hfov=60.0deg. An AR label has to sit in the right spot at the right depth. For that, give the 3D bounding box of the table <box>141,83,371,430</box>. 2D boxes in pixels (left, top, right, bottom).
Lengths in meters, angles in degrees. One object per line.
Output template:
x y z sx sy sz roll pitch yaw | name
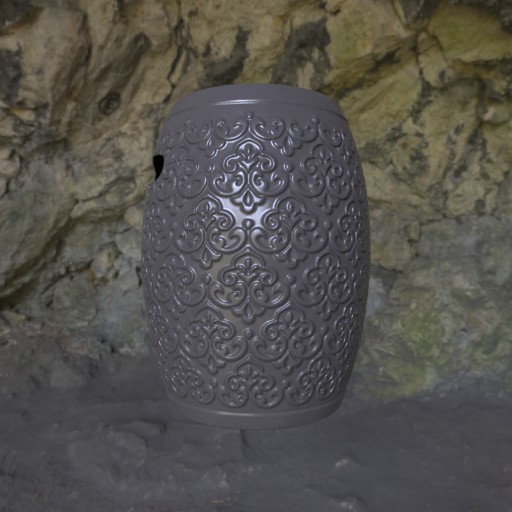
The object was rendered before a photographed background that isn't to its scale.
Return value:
0.000 0.000 0.616 0.309 0.397 0.309 0 1 0 | table
